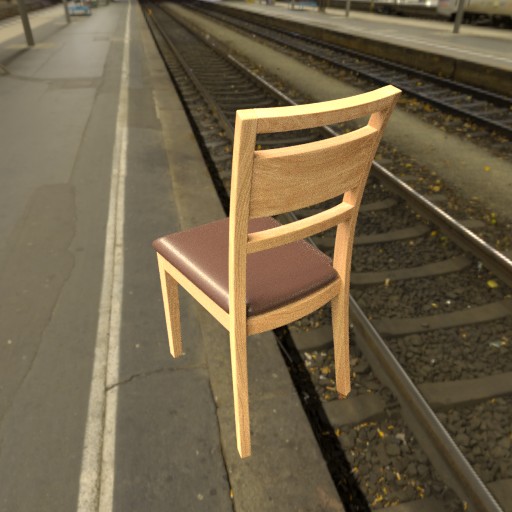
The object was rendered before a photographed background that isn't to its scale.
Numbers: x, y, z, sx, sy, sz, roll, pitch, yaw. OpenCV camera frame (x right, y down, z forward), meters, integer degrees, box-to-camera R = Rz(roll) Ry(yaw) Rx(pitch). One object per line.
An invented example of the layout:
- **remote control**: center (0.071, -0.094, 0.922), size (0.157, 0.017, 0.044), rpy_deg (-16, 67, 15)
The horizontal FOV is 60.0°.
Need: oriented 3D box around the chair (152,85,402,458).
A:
- **chair**: center (0.000, 0.000, 1.248), size (0.420, 0.940, 0.545), rpy_deg (-20, 37, -29)
